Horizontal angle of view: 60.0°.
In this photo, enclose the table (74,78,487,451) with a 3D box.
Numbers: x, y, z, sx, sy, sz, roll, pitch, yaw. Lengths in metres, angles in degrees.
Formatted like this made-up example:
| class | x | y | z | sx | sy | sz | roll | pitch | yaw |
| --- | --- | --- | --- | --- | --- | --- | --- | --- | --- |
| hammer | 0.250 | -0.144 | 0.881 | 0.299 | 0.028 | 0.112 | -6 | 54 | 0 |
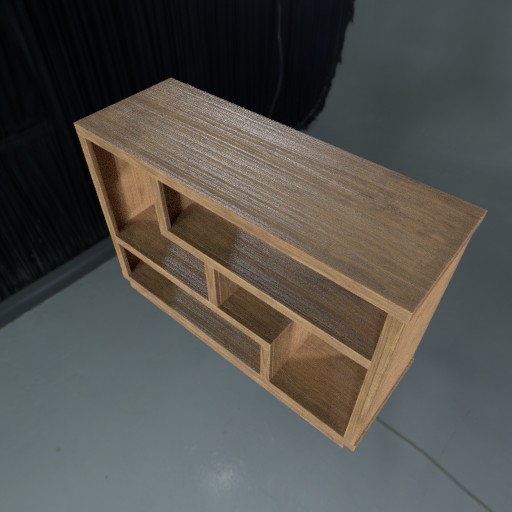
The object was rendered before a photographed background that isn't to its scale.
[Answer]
| class | x | y | z | sx | sy | sz | roll | pitch | yaw |
| --- | --- | --- | --- | --- | --- | --- | --- | --- | --- |
| table | 0.000 | 0.000 | 1.522 | 1.151 | 0.771 | 0.410 | 31 | 54 | 26 |
